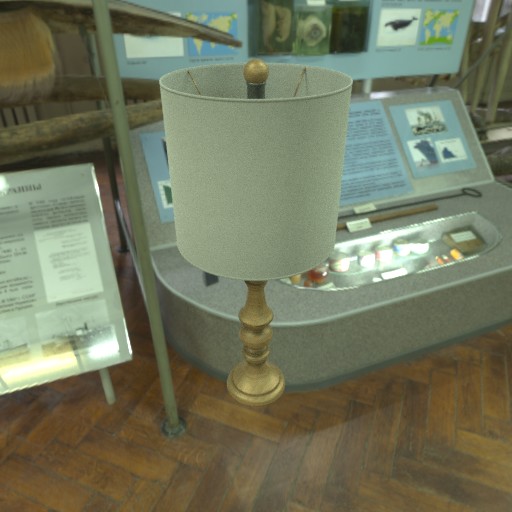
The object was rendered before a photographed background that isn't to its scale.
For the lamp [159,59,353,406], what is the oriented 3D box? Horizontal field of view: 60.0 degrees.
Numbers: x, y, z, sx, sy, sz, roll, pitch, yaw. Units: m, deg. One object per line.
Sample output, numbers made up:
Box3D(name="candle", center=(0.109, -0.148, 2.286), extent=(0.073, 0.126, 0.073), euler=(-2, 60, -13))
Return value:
Box3D(name="lamp", center=(0.000, 0.000, 0.728), extent=(0.250, 0.597, 0.250), euler=(22, 38, 31))
